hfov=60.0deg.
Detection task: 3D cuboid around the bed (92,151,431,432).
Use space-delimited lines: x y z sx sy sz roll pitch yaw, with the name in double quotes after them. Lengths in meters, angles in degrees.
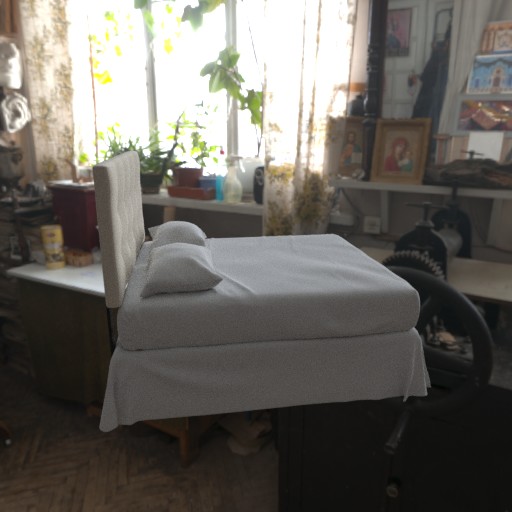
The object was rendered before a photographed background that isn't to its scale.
0.000 0.000 3.530 2.222 1.577 1.936 -2 16 -8 "bed"
